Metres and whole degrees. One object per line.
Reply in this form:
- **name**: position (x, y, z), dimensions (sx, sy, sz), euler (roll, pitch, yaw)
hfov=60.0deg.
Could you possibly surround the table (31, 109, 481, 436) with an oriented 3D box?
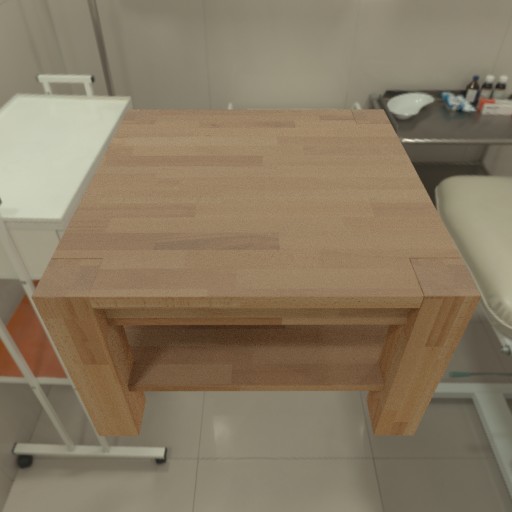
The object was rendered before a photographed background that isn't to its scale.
- **table**: position (0.000, 0.000, 1.099), dimensions (0.700, 0.451, 0.700), euler (0, 42, 0)
